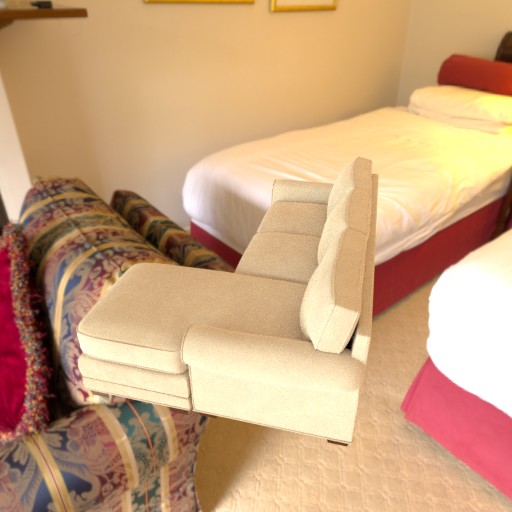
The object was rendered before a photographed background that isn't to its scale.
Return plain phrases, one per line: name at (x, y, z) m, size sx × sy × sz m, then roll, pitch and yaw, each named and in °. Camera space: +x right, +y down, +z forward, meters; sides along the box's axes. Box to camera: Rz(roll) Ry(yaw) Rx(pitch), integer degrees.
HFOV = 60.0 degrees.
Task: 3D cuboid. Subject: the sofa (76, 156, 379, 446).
sofa at (0.000, 0.000, 2.438) m, size 1.226 × 0.734 × 1.770 m, roll 8°, pitch 32°, yaw 12°
